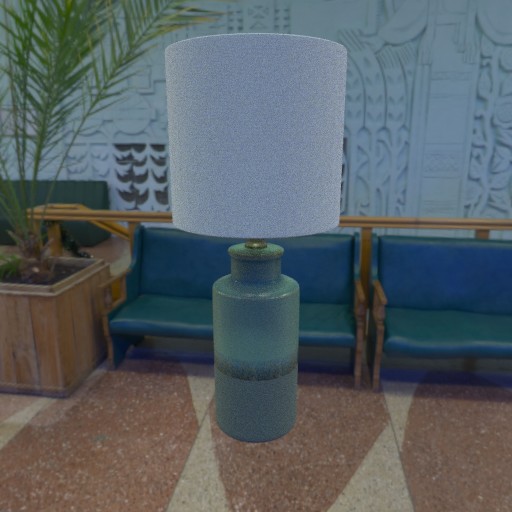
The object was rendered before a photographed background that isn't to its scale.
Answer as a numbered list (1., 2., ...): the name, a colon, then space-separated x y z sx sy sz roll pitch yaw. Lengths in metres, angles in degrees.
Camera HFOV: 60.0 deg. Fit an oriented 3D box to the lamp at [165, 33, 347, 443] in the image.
1. lamp: 0.000 0.000 0.586 0.212 0.493 0.212 2 15 9
